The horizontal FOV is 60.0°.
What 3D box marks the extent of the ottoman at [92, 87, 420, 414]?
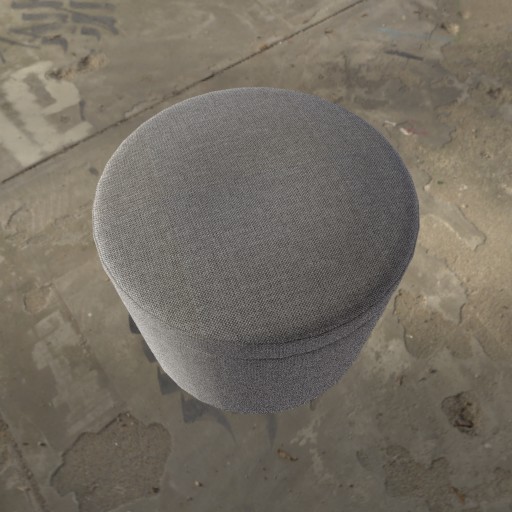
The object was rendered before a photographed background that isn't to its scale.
[{"bbox_3d":[0.000,0.000,0.839,0.500,0.419,0.500,0,58,0],"label":"ottoman"}]
